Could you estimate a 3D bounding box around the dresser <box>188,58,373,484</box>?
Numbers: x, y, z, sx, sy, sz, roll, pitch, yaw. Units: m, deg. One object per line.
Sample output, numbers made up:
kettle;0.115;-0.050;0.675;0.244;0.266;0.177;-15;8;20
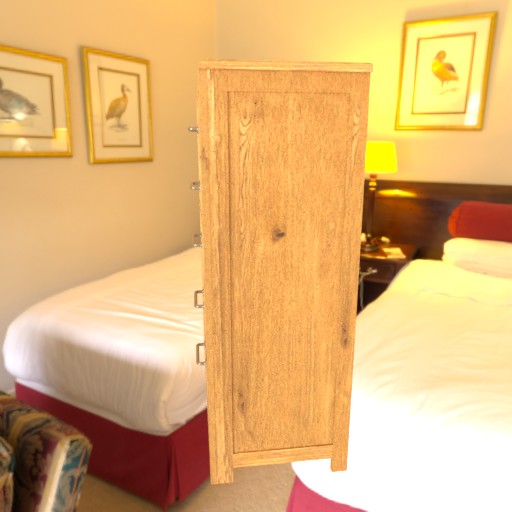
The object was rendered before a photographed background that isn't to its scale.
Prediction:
dresser;0.000;0.000;1.967;0.558;1.431;1.081;-2;14;-7
